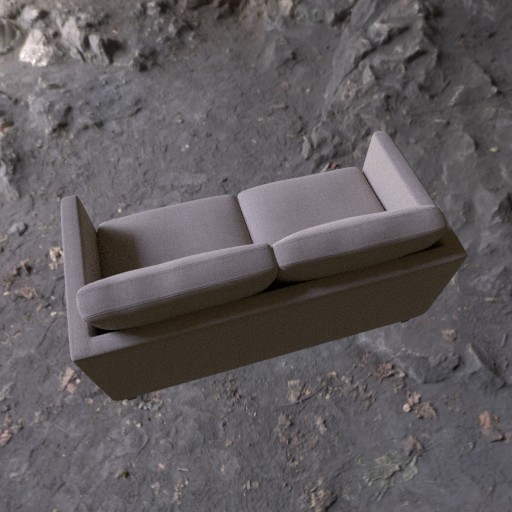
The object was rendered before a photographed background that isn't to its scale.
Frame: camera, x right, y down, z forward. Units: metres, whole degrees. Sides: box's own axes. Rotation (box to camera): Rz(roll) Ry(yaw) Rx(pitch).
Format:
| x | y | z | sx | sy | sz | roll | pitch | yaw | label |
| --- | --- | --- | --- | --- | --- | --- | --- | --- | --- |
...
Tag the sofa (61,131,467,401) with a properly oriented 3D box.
| x | y | z | sx | sy | sz | roll | pitch | yaw | label |
| --- | --- | --- | --- | --- | --- | --- | --- | --- | --- |
| 0.000 | 0.000 | 2.445 | 1.884 | 0.947 | 0.951 | -14 | 58 | -9 | sofa |
